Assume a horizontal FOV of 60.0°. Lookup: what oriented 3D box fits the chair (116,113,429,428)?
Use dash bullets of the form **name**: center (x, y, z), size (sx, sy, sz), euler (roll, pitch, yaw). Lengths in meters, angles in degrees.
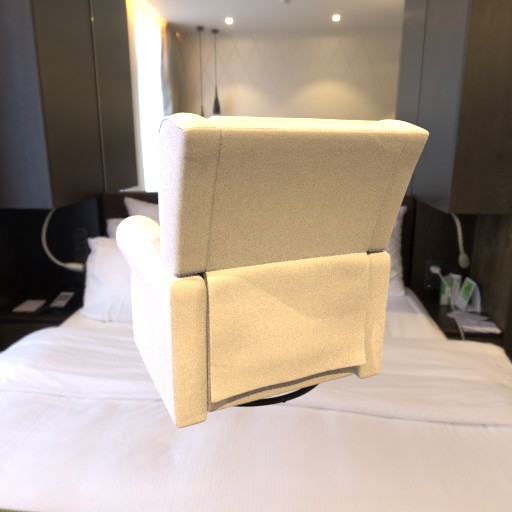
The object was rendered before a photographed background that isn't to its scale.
- **chair**: center (0.000, 0.000, 1.663), size (0.906, 0.967, 0.854), euler (-6, 15, -25)
